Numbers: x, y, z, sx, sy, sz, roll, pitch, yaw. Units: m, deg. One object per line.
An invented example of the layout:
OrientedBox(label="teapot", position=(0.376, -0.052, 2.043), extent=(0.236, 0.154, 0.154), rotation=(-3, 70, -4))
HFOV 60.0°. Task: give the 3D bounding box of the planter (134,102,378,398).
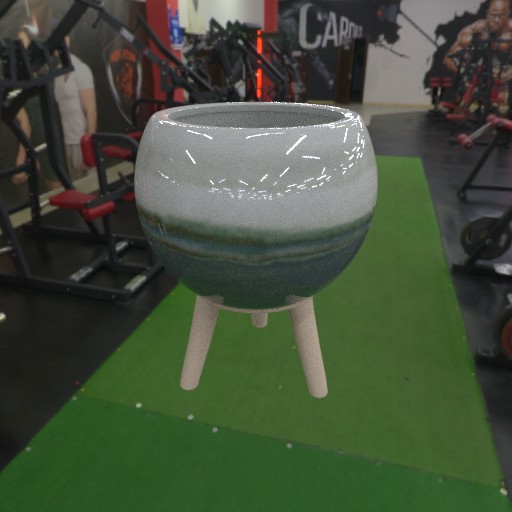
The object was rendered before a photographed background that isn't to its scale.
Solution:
OrientedBox(label="planter", position=(0.000, 0.000, 0.448), extent=(0.222, 0.278, 0.222), rotation=(0, 25, 0))
